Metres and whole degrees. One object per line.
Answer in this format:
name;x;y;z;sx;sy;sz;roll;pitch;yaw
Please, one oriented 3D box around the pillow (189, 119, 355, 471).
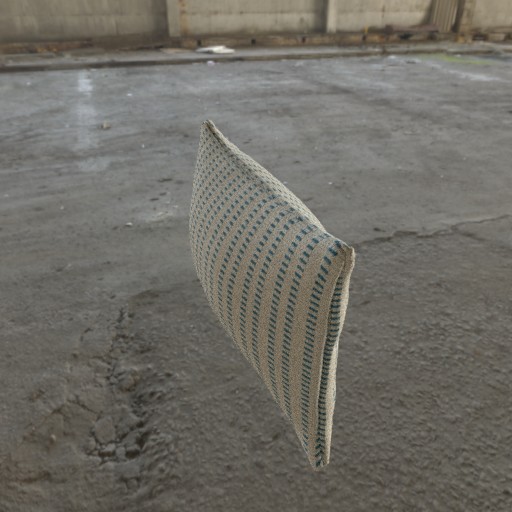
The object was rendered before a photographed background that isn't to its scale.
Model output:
pillow;0.000;0.000;0.799;0.210;0.353;0.640;-10;31;-16
